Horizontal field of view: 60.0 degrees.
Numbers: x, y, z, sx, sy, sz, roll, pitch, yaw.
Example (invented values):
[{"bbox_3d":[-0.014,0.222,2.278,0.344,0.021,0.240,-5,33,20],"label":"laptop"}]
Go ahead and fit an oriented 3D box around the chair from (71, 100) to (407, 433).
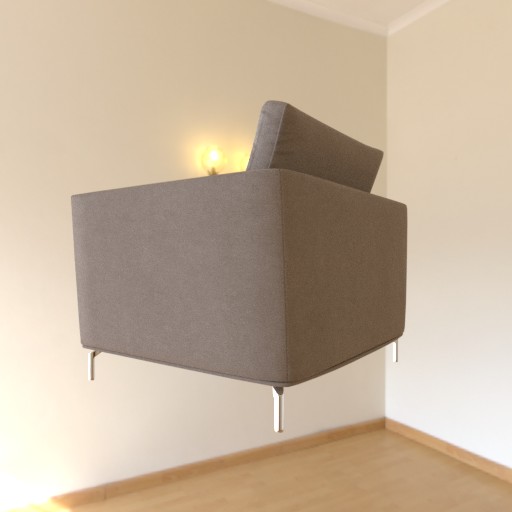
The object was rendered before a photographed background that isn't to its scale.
[{"bbox_3d":[0.000,0.000,1.677,0.889,0.864,1.041,0,0,36],"label":"chair"}]
